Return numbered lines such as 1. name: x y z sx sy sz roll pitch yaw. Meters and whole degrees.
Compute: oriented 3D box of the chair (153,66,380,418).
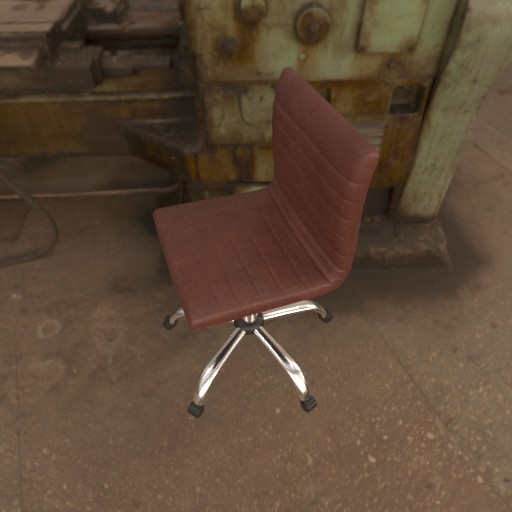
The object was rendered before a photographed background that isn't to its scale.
1. chair: 0.000 0.000 1.131 0.530 0.780 0.556 -15 48 -14
